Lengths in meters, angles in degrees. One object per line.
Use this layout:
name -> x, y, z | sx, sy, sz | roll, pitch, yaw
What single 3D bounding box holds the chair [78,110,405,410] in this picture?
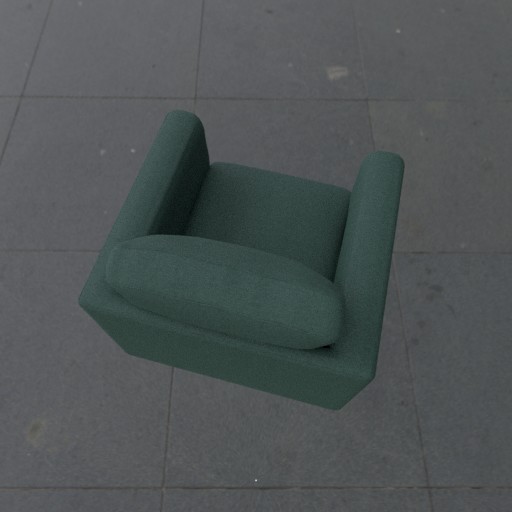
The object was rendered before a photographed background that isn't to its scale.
chair -> 0.000, 0.000, 1.571 | 0.855, 0.927, 0.800 | 13, 64, 7
